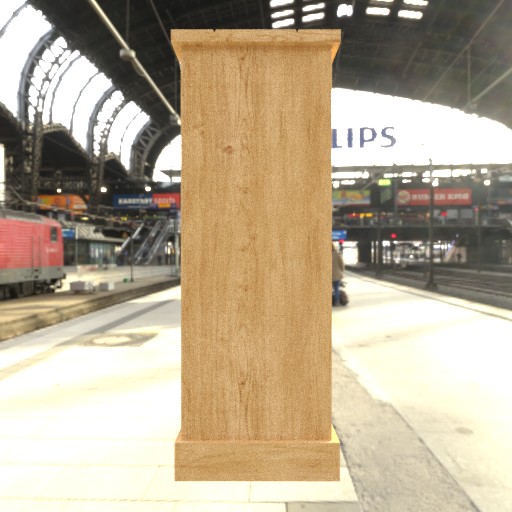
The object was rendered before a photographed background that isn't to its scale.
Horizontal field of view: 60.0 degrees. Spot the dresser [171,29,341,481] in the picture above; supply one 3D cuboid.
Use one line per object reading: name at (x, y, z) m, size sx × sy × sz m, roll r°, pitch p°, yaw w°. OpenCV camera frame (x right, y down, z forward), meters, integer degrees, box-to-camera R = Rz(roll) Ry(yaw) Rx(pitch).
dresser at (0.000, 0.000, 1.284) m, size 0.390 × 1.041 × 0.531 m, roll 0°, pitch 0°, yaw 0°
